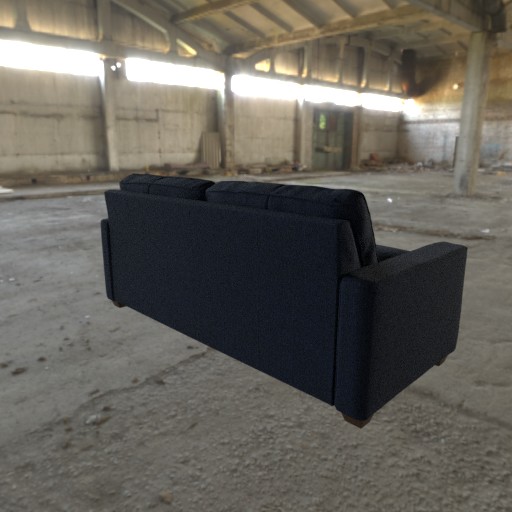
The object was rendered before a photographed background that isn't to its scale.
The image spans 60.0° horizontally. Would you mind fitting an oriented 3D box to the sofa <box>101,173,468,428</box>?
[{"bbox_3d":[0.000,0.000,2.585,2.080,0.919,0.940,13,19,43],"label":"sofa"}]
